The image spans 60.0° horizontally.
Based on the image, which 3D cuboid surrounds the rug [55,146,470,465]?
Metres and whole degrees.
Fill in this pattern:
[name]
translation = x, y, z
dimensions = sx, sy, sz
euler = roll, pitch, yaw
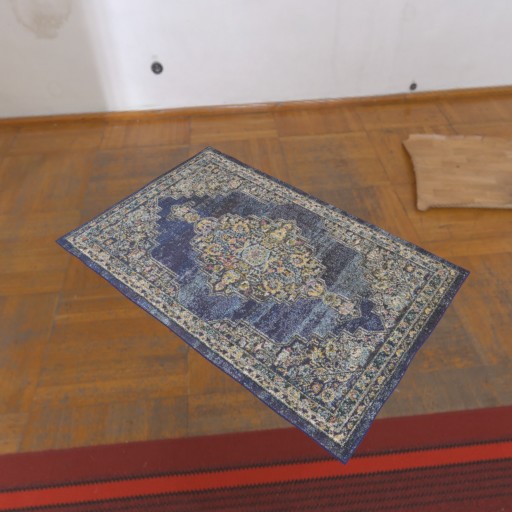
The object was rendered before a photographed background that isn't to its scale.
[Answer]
[rug]
translation = 0.000, 0.000, 2.262
dimensions = 1.781, 0.012, 1.184
euler = 31, 54, 26
